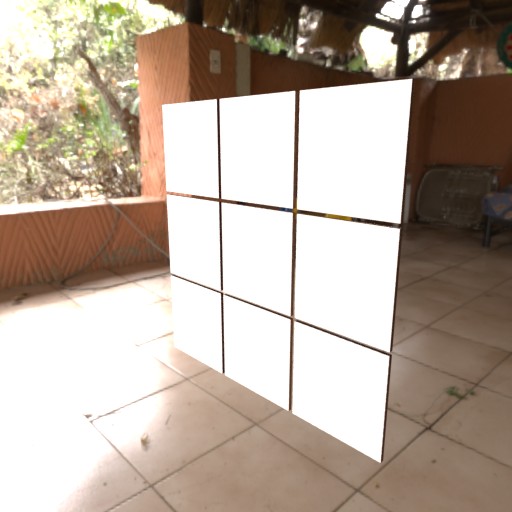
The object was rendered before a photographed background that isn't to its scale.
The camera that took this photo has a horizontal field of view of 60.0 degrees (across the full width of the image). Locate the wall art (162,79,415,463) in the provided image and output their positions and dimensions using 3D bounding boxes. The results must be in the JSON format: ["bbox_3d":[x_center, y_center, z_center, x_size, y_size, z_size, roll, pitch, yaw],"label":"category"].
[{"bbox_3d":[0.000,0.000,1.820,0.017,1.246,1.256,-14,20,-42],"label":"wall art"}]
